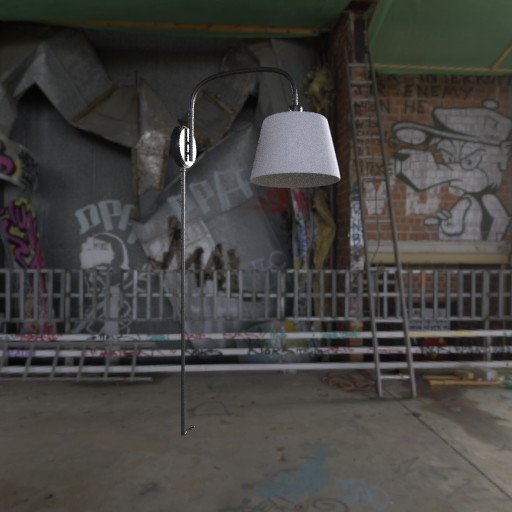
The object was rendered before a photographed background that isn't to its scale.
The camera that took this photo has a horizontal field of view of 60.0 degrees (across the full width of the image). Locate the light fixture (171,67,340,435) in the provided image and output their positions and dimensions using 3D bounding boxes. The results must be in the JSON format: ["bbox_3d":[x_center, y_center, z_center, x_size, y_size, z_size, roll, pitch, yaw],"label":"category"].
[{"bbox_3d":[0.000,0.000,0.469,0.176,0.399,0.092,0,0,17],"label":"light fixture"}]
